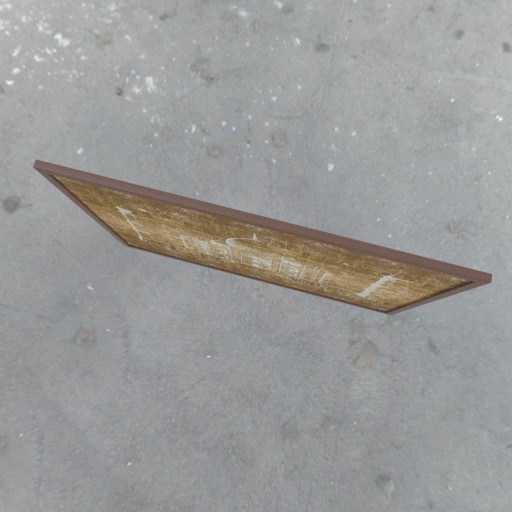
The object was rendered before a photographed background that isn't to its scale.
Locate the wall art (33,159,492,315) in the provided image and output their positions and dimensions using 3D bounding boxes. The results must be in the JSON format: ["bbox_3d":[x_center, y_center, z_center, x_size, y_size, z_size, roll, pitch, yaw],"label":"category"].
[{"bbox_3d":[0.000,0.000,0.840,0.660,0.455,0.014,14,77,3],"label":"wall art"}]
